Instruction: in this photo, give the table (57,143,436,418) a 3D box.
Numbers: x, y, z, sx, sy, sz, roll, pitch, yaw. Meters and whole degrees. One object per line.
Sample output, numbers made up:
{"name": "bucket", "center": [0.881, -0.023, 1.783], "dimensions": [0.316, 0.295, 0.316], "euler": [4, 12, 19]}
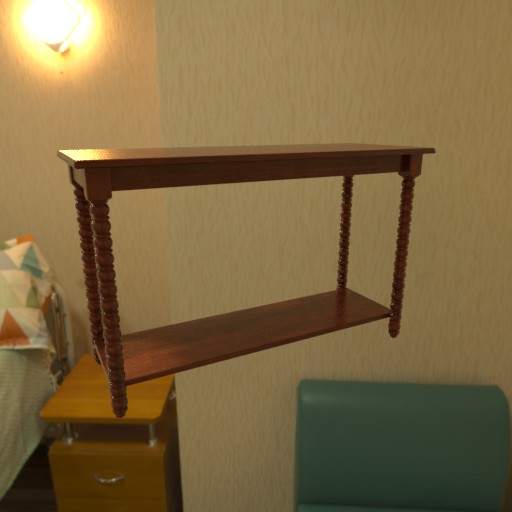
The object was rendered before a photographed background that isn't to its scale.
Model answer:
{"name": "table", "center": [0.000, 0.000, 1.574], "dimensions": [1.184, 0.740, 0.459], "euler": [-9, 19, -27]}
